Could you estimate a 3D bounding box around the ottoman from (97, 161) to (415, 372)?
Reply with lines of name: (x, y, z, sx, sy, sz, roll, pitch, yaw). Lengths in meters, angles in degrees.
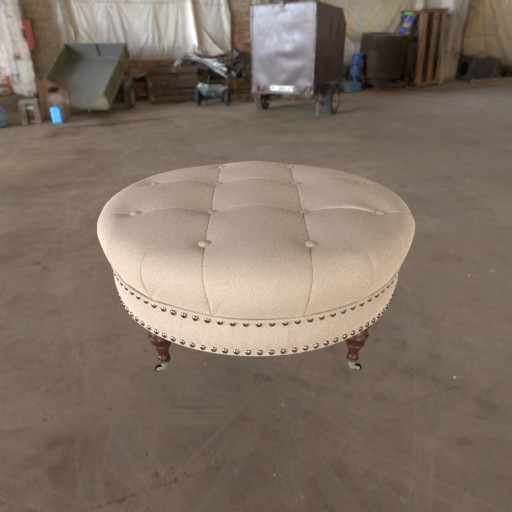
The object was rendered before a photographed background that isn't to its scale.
ottoman: (0.000, 0.000, 1.383, 0.901, 0.439, 0.901, 0, 27, 0)
